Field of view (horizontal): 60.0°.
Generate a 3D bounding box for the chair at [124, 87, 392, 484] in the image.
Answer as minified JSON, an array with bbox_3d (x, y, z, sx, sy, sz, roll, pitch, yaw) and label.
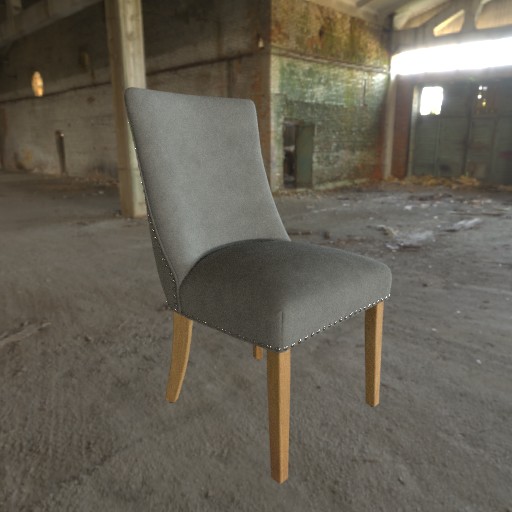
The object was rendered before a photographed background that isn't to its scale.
[{"bbox_3d":[0.000,0.000,1.251,0.610,0.902,0.495,13,19,42],"label":"chair"}]
